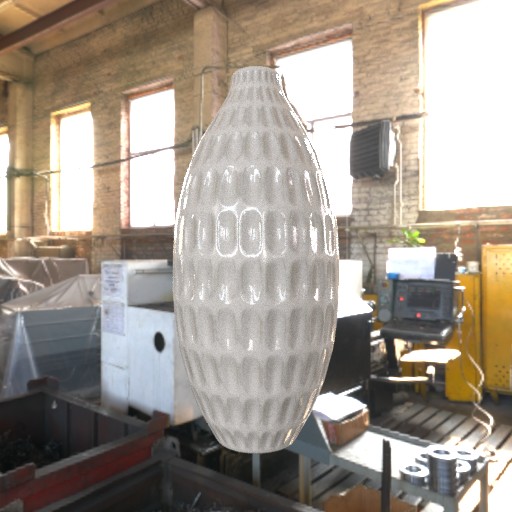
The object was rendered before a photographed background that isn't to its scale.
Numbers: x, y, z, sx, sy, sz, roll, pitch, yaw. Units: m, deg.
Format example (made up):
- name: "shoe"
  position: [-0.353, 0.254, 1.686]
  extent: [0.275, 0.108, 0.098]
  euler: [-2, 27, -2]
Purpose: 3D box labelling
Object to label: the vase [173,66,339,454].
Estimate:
- name: "vase"
  position: [0.000, 0.000, 0.345]
  extent: [0.127, 0.282, 0.127]
  euler: [0, 0, 0]
